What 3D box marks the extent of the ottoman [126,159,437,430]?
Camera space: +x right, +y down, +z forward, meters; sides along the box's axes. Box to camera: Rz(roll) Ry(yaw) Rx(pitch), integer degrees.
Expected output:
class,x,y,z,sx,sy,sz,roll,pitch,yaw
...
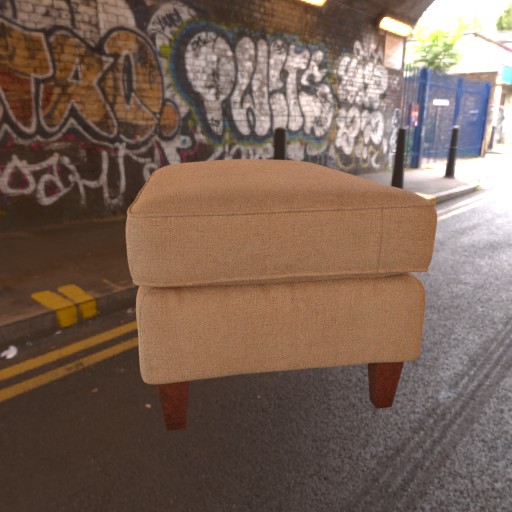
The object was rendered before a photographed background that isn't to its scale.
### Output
class,x,y,z,sx,sy,sz,roll,pitch,yaw
ottoman,0.000,0.000,1.221,0.583,0.484,0.862,-3,17,-8
